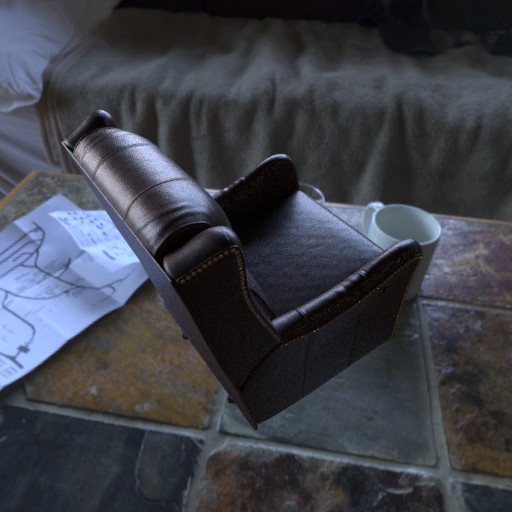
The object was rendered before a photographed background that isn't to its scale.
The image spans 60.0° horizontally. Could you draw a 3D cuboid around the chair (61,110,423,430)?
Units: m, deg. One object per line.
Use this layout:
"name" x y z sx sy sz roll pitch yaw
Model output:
"chair" 0.000 0.000 1.742 1.008 1.084 0.869 -25 47 -25
